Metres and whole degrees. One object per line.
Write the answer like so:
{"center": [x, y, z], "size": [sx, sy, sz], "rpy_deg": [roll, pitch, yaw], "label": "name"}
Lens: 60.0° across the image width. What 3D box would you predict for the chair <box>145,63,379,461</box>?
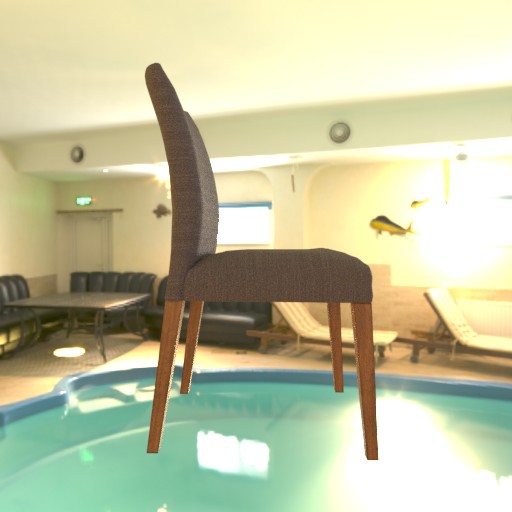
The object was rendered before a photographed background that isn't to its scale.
{"center": [0.000, 0.000, 1.274], "size": [0.585, 0.940, 0.496], "rpy_deg": [0, 2, 1], "label": "chair"}
